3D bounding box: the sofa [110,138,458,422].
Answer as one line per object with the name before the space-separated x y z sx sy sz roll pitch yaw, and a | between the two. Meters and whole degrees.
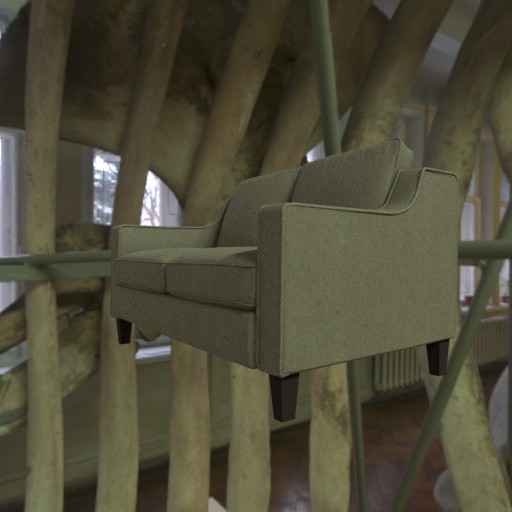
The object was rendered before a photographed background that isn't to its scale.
sofa | 0.000 0.000 2.147 0.985 0.981 1.503 0 1 -36
